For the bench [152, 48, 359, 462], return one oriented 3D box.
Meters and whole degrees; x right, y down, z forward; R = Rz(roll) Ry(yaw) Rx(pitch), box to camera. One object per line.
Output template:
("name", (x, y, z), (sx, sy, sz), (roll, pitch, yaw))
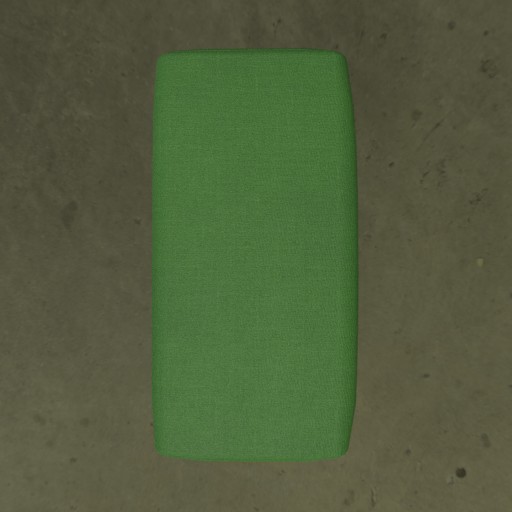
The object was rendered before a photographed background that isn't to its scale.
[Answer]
("bench", (0.000, 0.000, 1.276), (0.505, 0.501, 0.989), (0, 89, 1))
